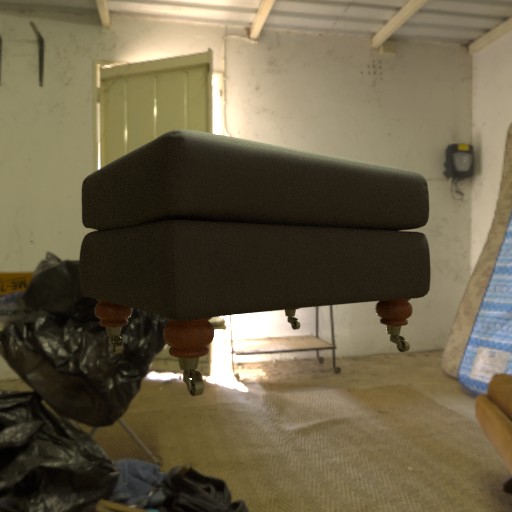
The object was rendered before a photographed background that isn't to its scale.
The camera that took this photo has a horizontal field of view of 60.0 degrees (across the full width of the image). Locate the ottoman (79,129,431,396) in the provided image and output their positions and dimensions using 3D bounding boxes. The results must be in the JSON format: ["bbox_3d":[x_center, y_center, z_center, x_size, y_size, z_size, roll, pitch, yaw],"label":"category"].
[{"bbox_3d":[0.000,0.000,1.170,0.773,0.497,0.574,0,0,-36],"label":"ottoman"}]
